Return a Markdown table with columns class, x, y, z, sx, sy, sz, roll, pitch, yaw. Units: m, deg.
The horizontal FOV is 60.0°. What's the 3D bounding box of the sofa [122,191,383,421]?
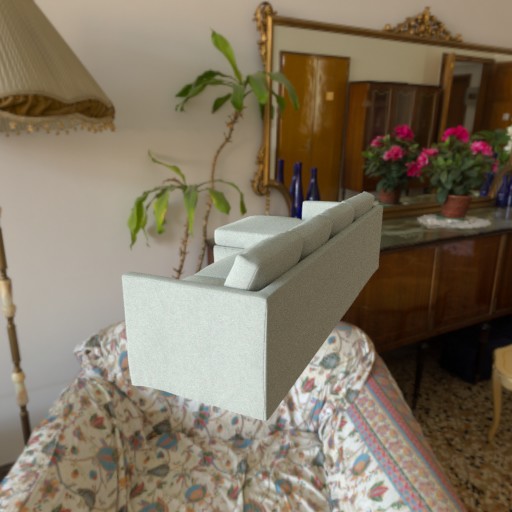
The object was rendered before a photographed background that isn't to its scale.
| class | x | y | z | sx | sy | sz | roll | pitch | yaw |
| --- | --- | --- | --- | --- | --- | --- | --- | --- | --- |
| sofa | 0.000 | 0.000 | 3.960 | 1.650 | 0.922 | 3.205 | 7 | 17 | 25 |
